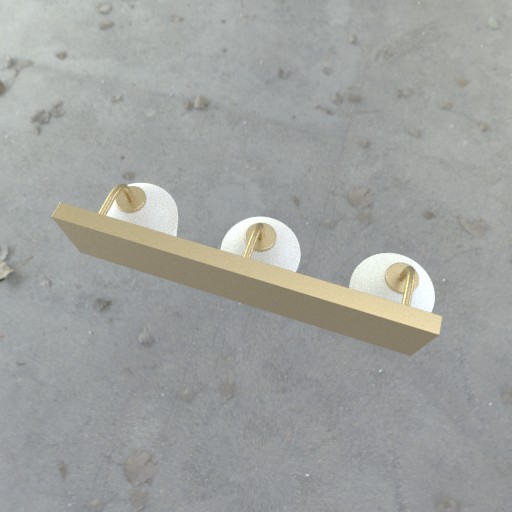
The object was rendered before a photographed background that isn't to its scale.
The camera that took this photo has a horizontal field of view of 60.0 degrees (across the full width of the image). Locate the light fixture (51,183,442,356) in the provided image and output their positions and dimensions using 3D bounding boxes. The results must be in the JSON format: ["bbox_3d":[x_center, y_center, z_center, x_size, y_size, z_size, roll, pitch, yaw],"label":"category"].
[{"bbox_3d":[0.000,0.000,0.741,0.609,0.280,0.190,17,65,8],"label":"light fixture"}]
